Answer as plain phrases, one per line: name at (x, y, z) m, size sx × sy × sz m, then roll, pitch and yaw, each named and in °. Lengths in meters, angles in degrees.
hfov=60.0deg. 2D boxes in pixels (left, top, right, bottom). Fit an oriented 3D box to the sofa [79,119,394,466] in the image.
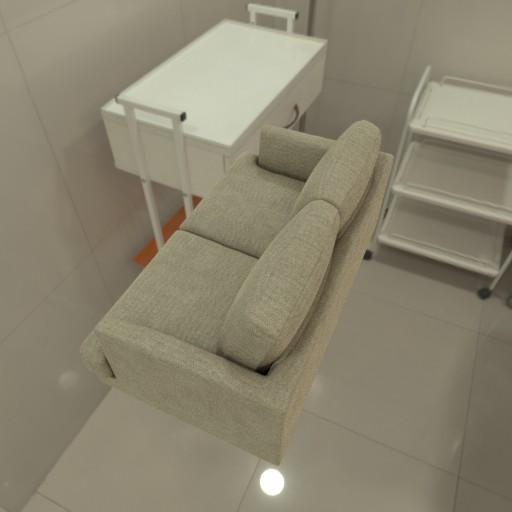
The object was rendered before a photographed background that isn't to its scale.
sofa at (0.000, 0.000, 2.146) m, size 0.903 × 0.944 × 1.582 m, roll 19°, pitch 50°, yaw 17°
